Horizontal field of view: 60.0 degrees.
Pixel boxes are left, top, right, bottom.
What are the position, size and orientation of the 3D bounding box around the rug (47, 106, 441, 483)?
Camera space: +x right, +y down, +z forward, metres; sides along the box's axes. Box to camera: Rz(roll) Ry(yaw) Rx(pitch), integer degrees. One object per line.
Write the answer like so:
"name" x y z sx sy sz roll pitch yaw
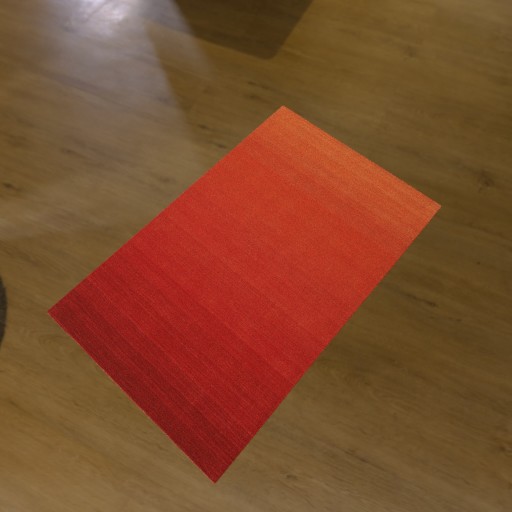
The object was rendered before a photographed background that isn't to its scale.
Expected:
"rug" 0.000 0.000 3.102 1.531 0.010 2.442 38 69 17
